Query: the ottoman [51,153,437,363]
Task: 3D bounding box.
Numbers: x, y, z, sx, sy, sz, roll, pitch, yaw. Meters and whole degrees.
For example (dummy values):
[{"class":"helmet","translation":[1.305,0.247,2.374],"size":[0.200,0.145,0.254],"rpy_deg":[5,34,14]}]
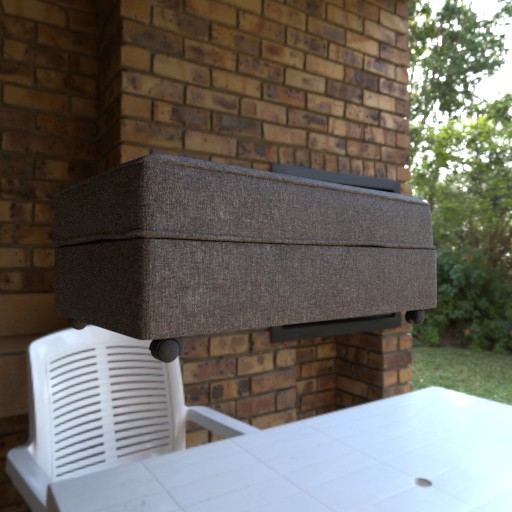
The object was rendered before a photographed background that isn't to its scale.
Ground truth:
[{"class":"ottoman","translation":[0.000,0.000,1.541],"size":[1.184,0.487,0.717],"rpy_deg":[1,-1,-38]}]
